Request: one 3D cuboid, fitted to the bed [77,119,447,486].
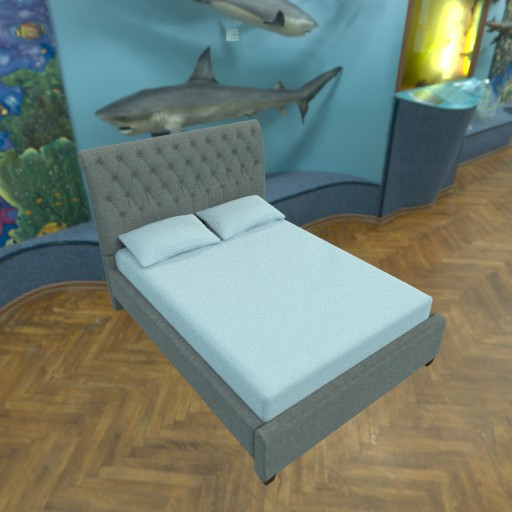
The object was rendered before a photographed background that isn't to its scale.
[{"bbox_3d":[0.000,0.000,3.279,1.645,1.371,2.252,-21,36,-32],"label":"bed"}]
